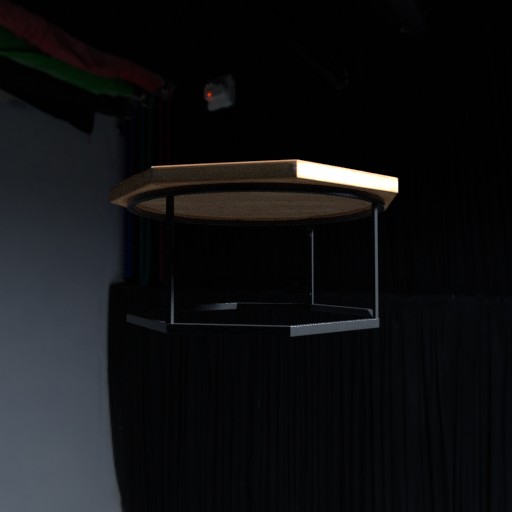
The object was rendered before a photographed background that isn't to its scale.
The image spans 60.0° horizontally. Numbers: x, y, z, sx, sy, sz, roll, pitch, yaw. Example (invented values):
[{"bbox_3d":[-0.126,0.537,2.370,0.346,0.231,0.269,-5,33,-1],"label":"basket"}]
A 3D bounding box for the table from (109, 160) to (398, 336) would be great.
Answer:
[{"bbox_3d":[0.000,0.000,1.576,1.002,0.444,1.002,0,-2,0],"label":"table"}]
